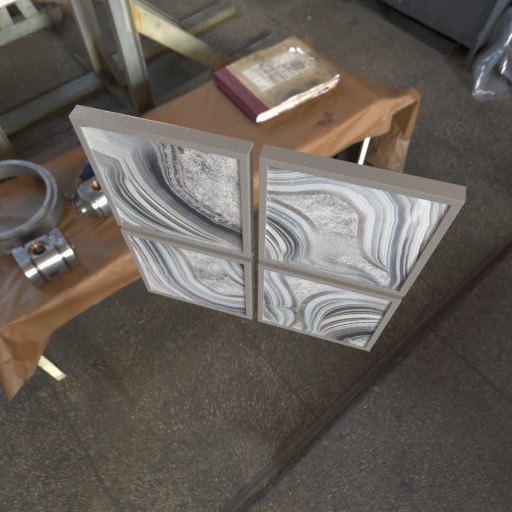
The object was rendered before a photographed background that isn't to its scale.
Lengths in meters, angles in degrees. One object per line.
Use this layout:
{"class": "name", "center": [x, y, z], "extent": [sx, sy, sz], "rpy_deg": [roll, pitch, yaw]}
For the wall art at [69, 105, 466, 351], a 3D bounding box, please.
{"class": "wall art", "center": [0.000, 0.000, 0.925], "extent": [0.611, 0.611, 0.029], "rpy_deg": [14, 60, 8]}
